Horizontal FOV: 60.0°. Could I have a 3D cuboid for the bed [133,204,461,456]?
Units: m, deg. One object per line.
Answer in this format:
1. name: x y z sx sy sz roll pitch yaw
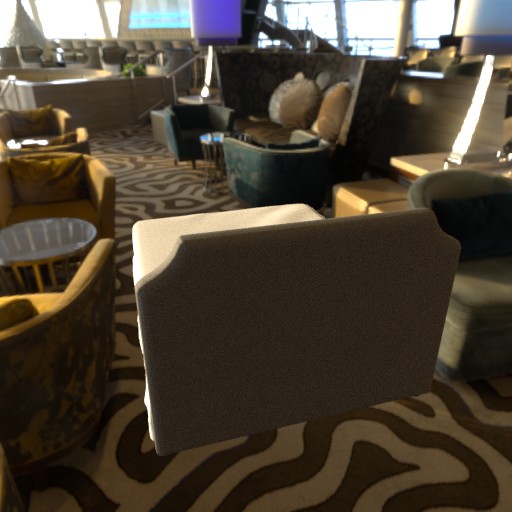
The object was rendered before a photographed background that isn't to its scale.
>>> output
1. bed: 0.000 0.000 3.943 2.194 1.561 2.536 -7 27 -15
